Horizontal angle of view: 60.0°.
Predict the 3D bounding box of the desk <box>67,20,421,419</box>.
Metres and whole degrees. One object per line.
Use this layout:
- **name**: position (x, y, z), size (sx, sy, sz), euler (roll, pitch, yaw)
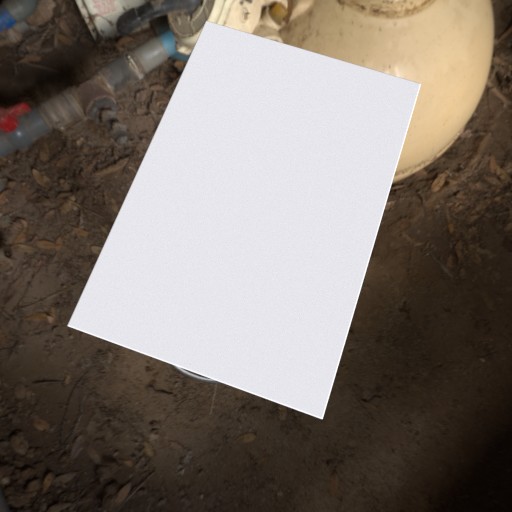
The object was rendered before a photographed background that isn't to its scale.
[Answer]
- **desk**: position (0.000, 0.000, 1.075), size (0.404, 0.730, 0.600), euler (19, 76, 5)
